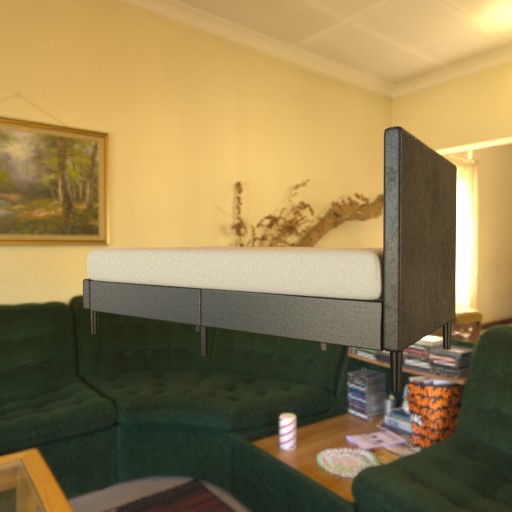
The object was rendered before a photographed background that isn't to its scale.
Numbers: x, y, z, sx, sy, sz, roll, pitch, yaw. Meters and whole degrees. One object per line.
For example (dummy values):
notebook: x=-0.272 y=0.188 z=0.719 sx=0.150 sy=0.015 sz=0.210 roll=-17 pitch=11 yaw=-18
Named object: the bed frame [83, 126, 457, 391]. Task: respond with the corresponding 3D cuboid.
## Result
bed frame: x=0.000 y=0.000 z=2.592 sx=2.152 sy=1.046 sz=1.038 roll=1 pitch=1 yaw=35
